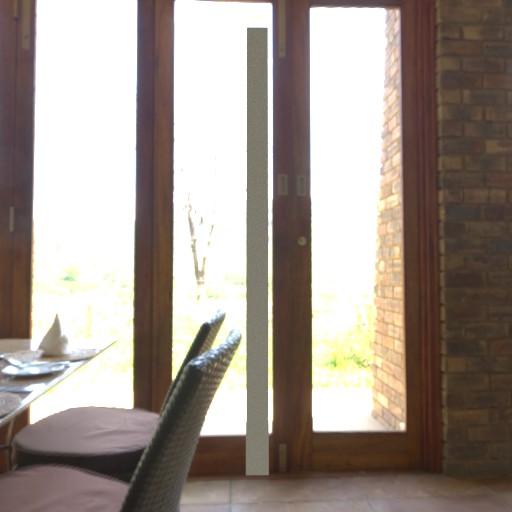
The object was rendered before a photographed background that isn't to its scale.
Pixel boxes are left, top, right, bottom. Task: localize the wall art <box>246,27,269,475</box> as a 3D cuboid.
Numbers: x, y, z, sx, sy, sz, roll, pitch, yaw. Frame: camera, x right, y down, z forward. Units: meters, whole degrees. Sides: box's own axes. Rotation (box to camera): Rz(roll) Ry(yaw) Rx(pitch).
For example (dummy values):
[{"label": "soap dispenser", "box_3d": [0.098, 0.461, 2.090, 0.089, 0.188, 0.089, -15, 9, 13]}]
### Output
[{"label": "wall art", "box_3d": [0.000, 0.000, 1.133, 0.038, 0.762, 0.762, 0, -3, 0]}]
